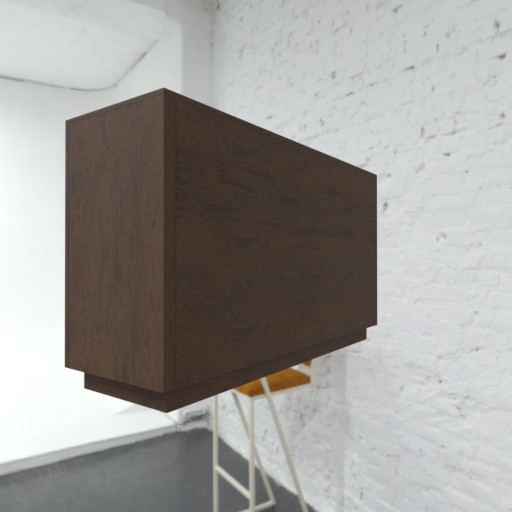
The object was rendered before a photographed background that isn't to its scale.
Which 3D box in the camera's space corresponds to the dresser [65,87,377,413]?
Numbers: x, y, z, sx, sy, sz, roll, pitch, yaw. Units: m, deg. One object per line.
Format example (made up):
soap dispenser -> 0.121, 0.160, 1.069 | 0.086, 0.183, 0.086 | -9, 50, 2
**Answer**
dresser -> 0.000, 0.000, 1.942 | 0.512, 0.889, 1.523 | 0, -1, 36
